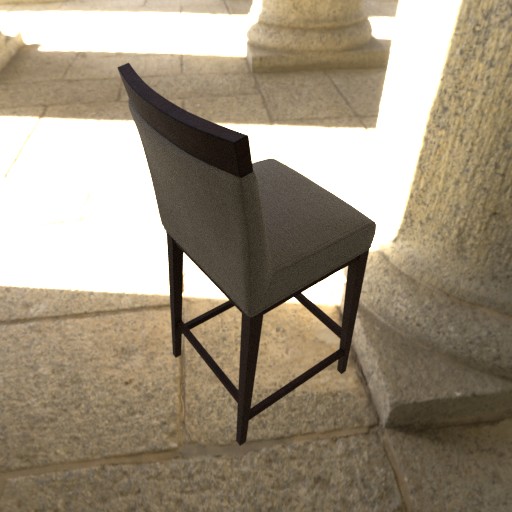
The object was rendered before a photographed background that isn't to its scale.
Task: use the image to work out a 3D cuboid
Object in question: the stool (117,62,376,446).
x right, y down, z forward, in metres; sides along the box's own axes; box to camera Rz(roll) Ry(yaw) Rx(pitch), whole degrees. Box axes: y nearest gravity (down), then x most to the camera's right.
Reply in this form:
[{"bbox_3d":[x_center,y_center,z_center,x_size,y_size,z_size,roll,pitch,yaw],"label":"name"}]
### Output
[{"bbox_3d":[0.000,0.000,1.395,0.531,1.117,0.511,-26,47,-27],"label":"stool"}]
